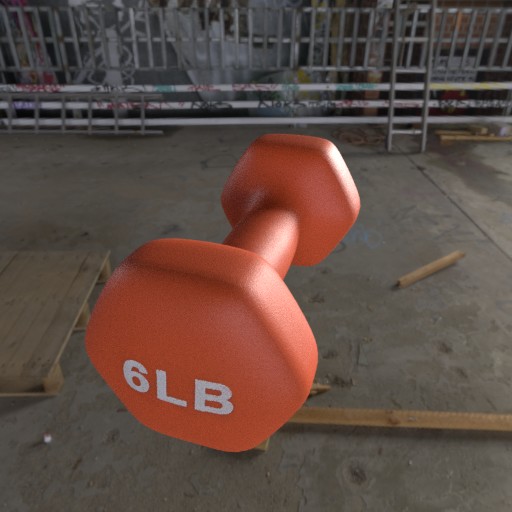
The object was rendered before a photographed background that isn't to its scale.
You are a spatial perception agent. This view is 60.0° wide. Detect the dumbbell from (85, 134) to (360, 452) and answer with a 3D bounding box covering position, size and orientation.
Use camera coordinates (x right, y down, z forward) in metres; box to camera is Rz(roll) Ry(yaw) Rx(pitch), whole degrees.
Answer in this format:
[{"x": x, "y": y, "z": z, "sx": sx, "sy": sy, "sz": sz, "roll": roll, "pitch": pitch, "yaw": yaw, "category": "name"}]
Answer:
[{"x": 0.000, "y": 0.000, "z": 0.198, "sx": 0.079, "sy": 0.071, "sz": 0.162, "roll": 10, "pitch": 32, "yaw": 15, "category": "dumbbell"}]
